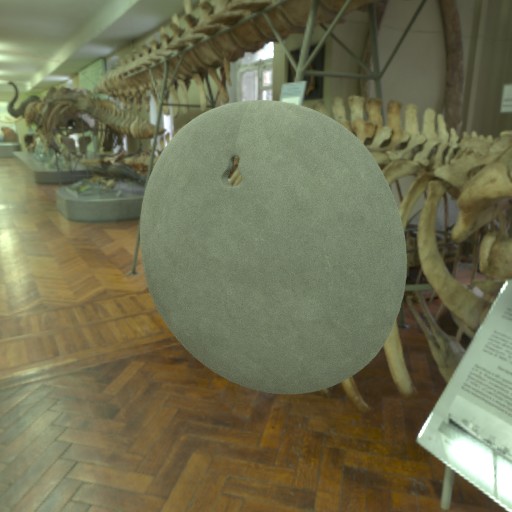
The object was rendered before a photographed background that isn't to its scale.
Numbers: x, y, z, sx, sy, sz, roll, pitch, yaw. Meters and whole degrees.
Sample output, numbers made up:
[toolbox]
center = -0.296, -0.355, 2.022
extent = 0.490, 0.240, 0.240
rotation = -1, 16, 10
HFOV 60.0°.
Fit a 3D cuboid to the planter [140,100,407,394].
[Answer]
[planter]
center = 0.000, 0.000, 0.282
extent = 0.185, 0.188, 0.071
rotation = 9, 18, 28
